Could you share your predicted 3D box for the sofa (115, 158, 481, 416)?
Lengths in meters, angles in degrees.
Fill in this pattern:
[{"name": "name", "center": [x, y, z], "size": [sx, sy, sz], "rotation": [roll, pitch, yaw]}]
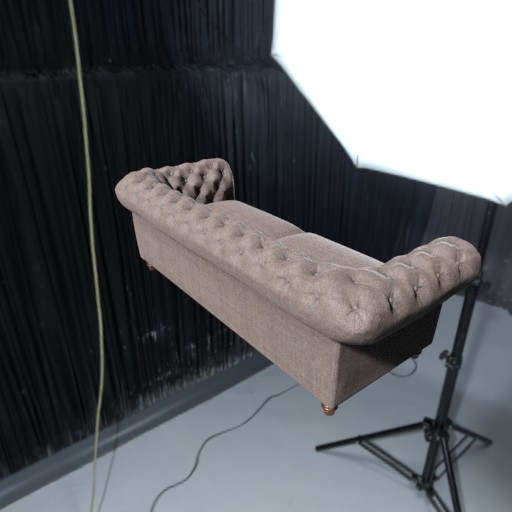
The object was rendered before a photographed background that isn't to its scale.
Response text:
[{"name": "sofa", "center": [0.000, 0.000, 2.827], "size": [0.944, 0.787, 2.385], "rotation": [-19, 32, -34]}]
